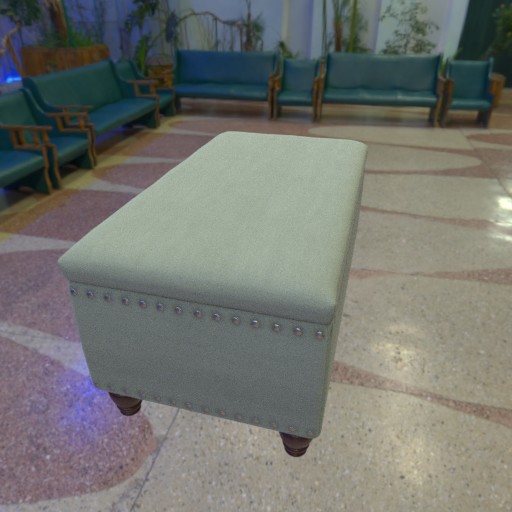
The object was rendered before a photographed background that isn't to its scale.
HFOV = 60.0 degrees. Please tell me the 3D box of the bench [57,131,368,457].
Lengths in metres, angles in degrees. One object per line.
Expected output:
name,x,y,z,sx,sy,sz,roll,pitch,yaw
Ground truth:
bench,0.000,0.000,1.199,0.500,0.449,0.887,8,31,13
